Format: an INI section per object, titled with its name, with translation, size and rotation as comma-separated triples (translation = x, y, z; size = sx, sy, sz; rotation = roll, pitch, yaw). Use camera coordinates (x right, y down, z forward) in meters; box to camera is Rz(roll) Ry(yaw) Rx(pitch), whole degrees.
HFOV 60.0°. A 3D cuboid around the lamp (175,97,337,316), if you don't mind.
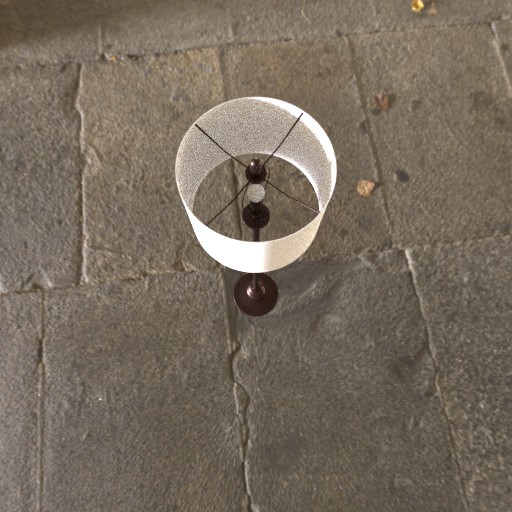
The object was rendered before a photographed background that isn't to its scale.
[lamp]
translation = 0.000, 0.000, 1.669
size = 0.356, 1.487, 0.356
rotation = 37, 77, 10
